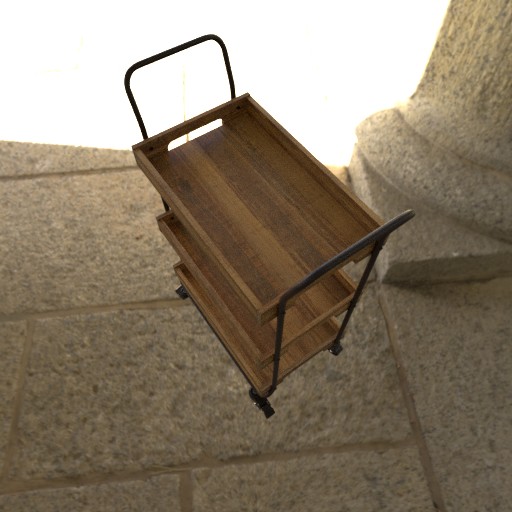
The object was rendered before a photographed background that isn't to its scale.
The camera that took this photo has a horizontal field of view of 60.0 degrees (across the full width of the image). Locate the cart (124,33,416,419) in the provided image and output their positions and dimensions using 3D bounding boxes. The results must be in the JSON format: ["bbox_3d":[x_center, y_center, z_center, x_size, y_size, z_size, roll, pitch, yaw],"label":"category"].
[{"bbox_3d":[0.000,0.000,1.140,0.339,0.857,0.583,-31,63,-18],"label":"cart"}]
